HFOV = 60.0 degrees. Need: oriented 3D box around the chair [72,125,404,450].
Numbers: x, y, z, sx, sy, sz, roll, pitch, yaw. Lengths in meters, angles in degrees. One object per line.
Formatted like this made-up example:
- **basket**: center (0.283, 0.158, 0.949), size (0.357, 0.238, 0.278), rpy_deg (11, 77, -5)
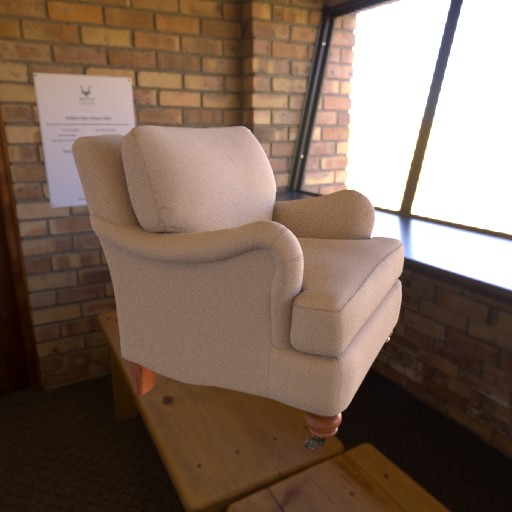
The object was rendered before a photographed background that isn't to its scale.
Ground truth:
- **chair**: center (0.000, 0.000, 1.841), size (1.070, 1.038, 0.955), rpy_deg (9, 18, 28)
